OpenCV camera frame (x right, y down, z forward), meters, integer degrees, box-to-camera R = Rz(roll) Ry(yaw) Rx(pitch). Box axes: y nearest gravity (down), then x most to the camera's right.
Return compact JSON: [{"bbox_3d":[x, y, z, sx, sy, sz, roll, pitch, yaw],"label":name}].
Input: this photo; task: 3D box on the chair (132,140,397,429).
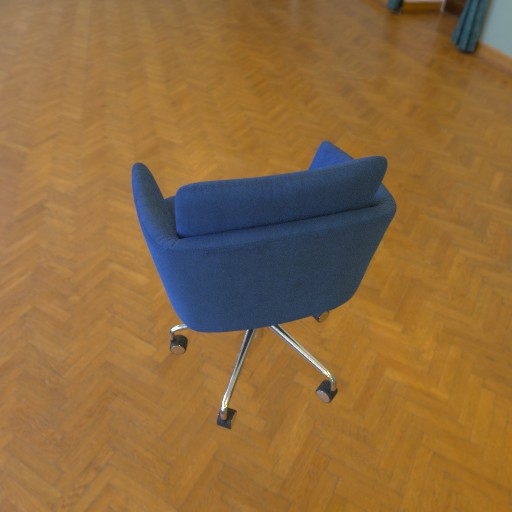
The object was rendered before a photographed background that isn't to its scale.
[{"bbox_3d":[0.000,0.000,1.353,0.641,0.908,0.635,-11,43,-12],"label":"chair"}]
